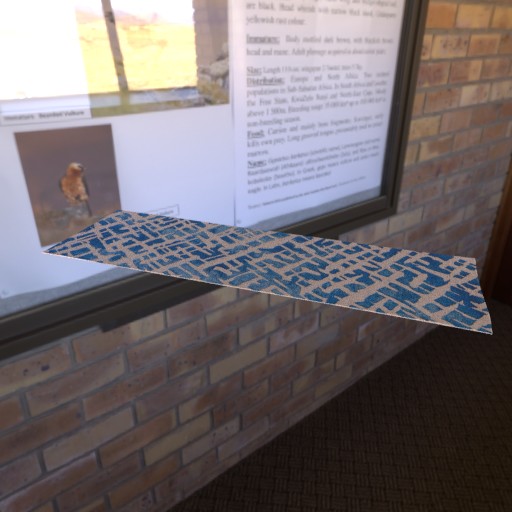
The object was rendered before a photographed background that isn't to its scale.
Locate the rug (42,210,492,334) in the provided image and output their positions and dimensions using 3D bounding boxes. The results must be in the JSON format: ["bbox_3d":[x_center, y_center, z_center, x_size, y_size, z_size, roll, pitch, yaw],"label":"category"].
[{"bbox_3d":[0.000,0.000,2.607,2.446,0.011,0.768,9,28,17],"label":"rug"}]
